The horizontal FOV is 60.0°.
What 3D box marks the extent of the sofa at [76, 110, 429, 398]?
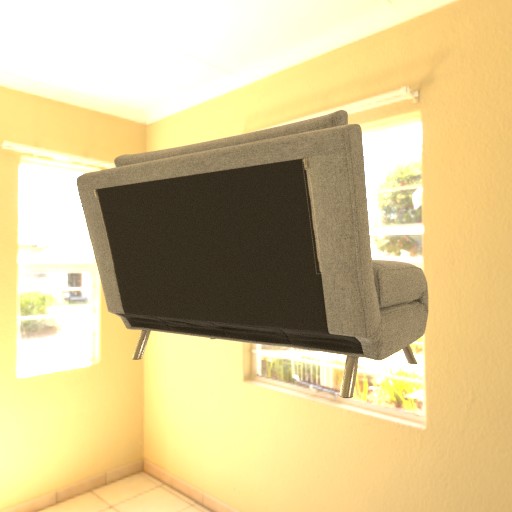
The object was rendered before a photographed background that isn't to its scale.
[{"bbox_3d":[0.000,0.000,1.879,1.220,0.910,0.910,-1,-1,34],"label":"sofa"}]
